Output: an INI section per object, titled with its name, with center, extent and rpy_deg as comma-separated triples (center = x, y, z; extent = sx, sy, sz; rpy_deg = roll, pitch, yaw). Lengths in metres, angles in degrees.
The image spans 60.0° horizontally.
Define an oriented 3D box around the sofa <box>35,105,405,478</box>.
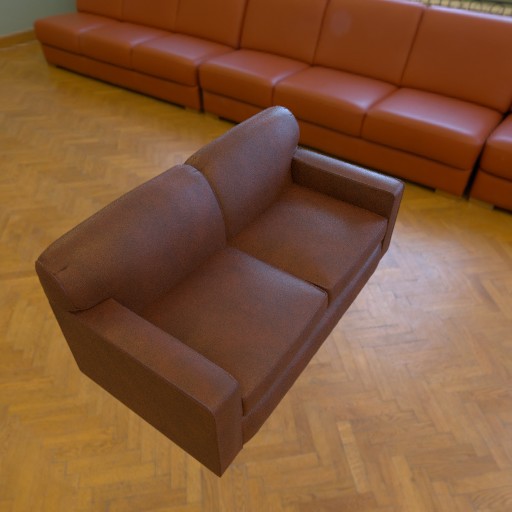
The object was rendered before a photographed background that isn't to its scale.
[sofa]
center = 0.000, 0.000, 2.416
extent = 1.000, 0.966, 1.856
rpy_deg = 25, 48, 25
